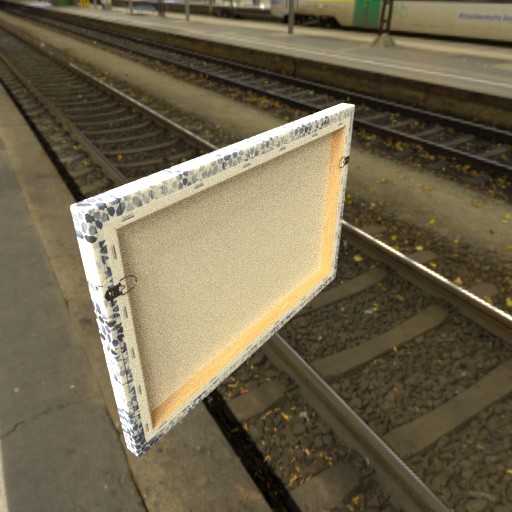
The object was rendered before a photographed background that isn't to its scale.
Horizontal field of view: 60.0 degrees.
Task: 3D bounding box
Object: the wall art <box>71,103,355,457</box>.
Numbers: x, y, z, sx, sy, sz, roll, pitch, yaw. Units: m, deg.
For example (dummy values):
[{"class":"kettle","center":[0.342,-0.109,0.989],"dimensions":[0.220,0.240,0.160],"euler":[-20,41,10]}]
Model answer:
[{"class":"wall art","center":[0.000,0.000,0.770],"dimensions":[0.030,0.406,0.608],"euler":[22,37,31]}]
